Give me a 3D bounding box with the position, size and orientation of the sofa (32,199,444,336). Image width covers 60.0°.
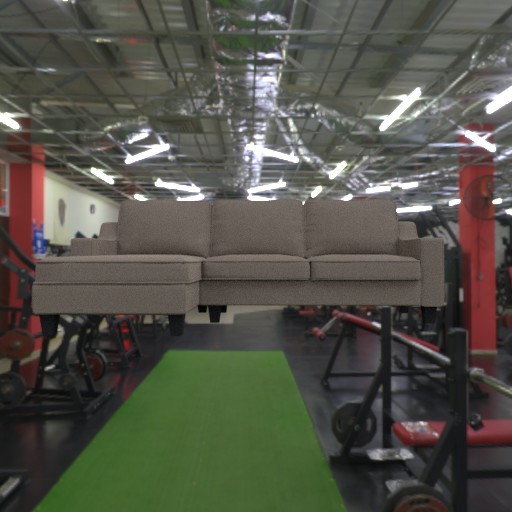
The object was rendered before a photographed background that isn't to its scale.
[{"bbox_3d":[0.000,0.000,3.146,2.561,0.928,1.294,0,0,1],"label":"sofa"}]
